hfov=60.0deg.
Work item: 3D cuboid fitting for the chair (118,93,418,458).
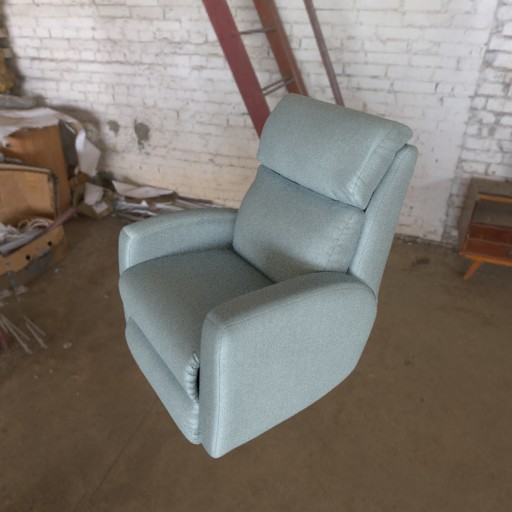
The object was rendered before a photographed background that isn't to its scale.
[{"bbox_3d":[0.000,0.000,1.669,0.940,1.016,0.794,-20,37,-29],"label":"chair"}]
